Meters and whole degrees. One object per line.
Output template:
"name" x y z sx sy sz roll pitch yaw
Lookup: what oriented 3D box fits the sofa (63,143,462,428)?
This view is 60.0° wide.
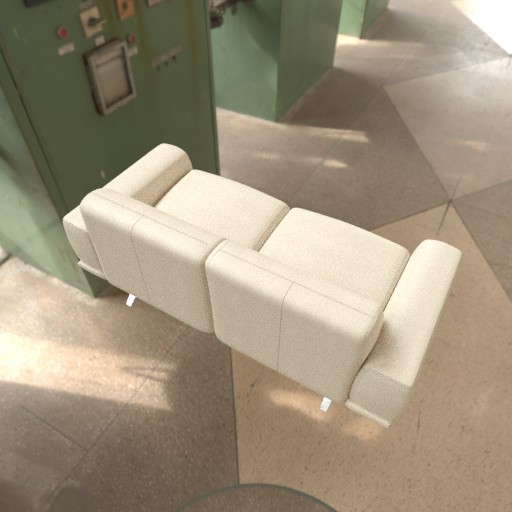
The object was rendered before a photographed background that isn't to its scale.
"sofa" 0.000 0.000 2.372 1.901 0.772 0.900 23 51 20
